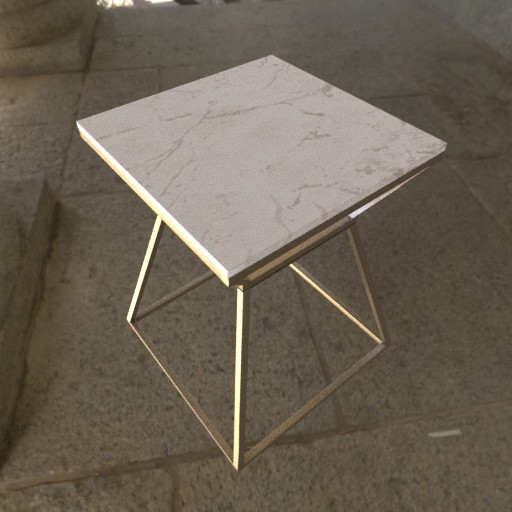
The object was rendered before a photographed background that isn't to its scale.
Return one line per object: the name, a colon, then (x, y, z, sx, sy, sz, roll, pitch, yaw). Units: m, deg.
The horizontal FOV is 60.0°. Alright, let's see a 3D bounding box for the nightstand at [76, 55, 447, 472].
nightstand: (0.000, 0.000, 0.880, 0.455, 0.554, 0.455, -30, 54, -25)
